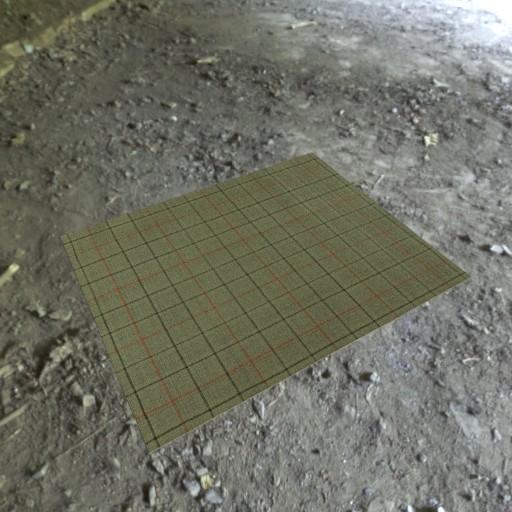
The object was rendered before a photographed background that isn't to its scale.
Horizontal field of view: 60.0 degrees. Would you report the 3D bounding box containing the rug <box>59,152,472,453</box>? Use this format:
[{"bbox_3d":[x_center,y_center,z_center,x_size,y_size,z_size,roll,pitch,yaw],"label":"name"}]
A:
[{"bbox_3d":[0.000,0.000,4.161,3.048,0.012,2.444,-22,49,-21],"label":"rug"}]
